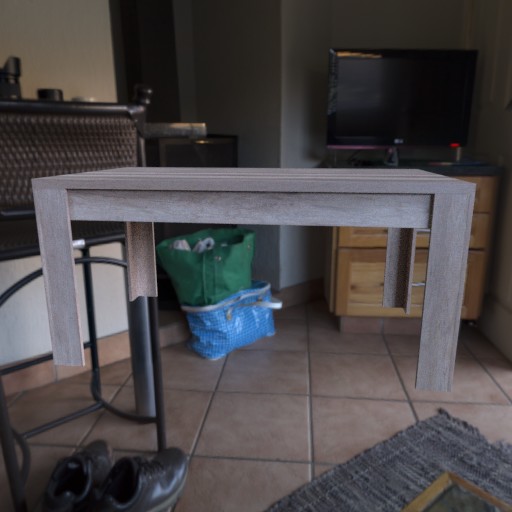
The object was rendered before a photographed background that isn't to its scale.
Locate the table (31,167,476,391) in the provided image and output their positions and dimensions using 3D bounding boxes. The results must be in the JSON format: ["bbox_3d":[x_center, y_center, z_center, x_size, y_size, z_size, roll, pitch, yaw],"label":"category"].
[{"bbox_3d":[0.000,0.000,2.106,1.600,0.775,0.900,2,14,7],"label":"table"}]
